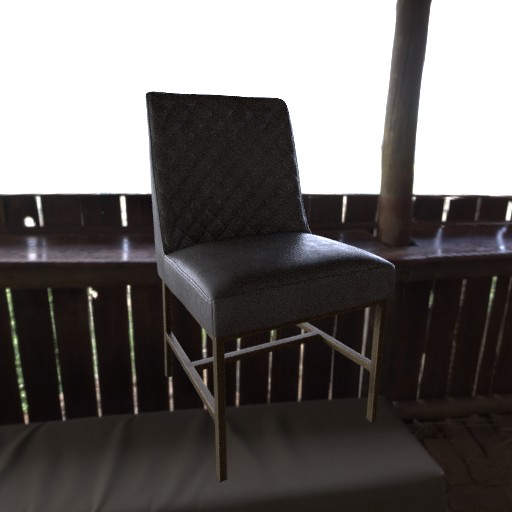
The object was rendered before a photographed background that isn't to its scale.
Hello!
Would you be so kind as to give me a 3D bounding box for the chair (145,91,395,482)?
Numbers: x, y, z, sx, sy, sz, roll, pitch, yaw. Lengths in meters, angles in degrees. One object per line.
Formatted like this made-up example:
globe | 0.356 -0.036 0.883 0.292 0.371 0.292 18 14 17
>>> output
chair | 0.000 0.000 1.241 0.508 0.889 0.587 -8 18 -27
